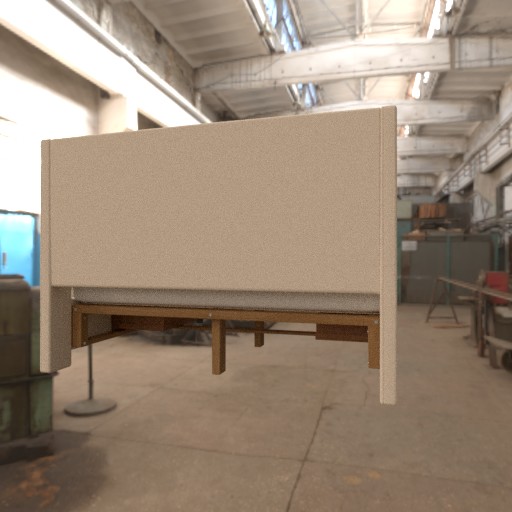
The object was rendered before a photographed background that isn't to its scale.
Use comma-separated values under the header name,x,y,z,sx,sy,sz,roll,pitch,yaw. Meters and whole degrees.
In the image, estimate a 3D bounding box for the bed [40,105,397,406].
name,x,y,z,sx,sy,sz,roll,pitch,yaw
bed,0.000,0.000,3.551,2.145,1.471,2.293,0,0,17
